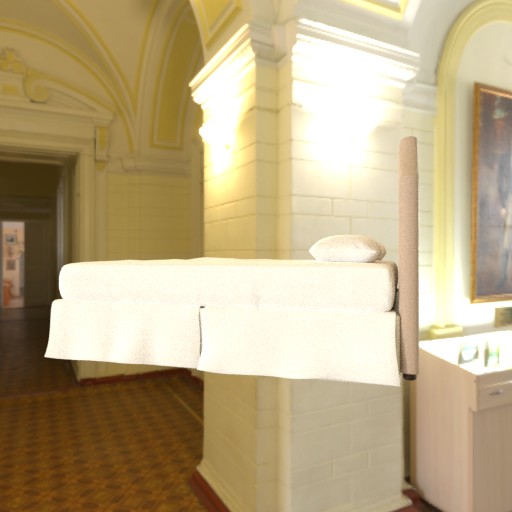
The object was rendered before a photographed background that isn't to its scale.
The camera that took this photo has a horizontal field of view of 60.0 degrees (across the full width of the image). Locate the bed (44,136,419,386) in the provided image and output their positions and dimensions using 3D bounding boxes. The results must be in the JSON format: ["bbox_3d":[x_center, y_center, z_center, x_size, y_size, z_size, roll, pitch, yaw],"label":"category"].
[{"bbox_3d":[0.000,0.000,4.117,2.773,1.590,2.350,0,0,18],"label":"bed"}]
